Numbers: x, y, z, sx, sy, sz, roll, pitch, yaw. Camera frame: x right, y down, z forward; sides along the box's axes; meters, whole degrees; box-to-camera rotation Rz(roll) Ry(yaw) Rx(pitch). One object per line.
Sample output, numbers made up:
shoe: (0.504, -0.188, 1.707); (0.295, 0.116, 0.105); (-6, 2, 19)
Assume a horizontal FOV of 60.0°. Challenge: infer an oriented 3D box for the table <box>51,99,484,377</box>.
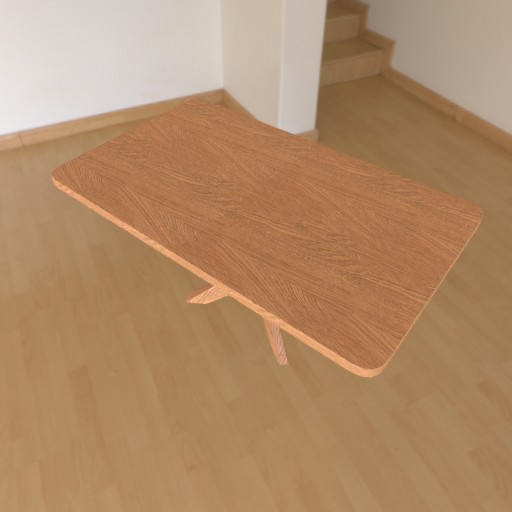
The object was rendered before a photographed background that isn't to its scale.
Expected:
table: (0.000, 0.000, 2.116); (1.600, 0.770, 0.950); (29, 52, 26)
